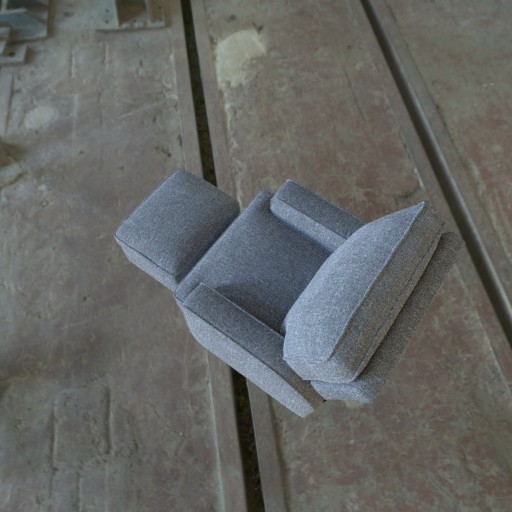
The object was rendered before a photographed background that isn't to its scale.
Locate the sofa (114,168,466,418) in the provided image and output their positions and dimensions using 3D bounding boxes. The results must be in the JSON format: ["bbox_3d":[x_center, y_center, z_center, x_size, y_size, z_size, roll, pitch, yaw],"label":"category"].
[{"bbox_3d":[0.000,0.000,2.086,1.472,0.959,0.861,32,67,16],"label":"sofa"}]
